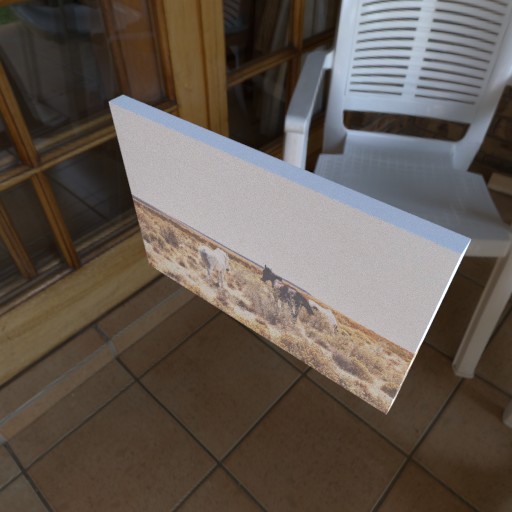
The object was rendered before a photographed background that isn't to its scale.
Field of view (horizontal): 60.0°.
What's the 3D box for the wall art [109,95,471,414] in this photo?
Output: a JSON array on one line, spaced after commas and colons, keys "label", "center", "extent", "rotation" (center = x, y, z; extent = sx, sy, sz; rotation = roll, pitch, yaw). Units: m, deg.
[{"label": "wall art", "center": [0.000, 0.000, 1.176], "extent": [0.914, 0.610, 0.050], "rotation": [28, 52, 25]}]
